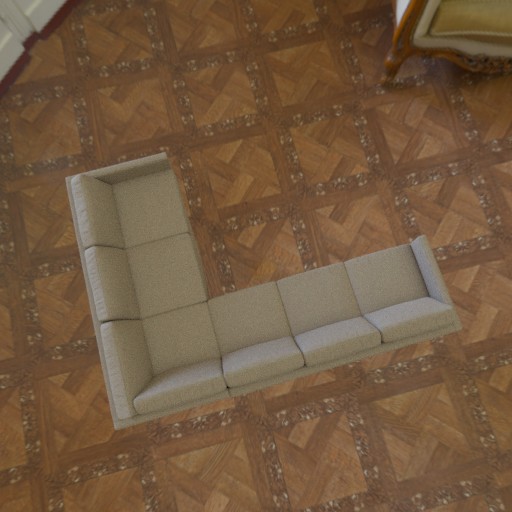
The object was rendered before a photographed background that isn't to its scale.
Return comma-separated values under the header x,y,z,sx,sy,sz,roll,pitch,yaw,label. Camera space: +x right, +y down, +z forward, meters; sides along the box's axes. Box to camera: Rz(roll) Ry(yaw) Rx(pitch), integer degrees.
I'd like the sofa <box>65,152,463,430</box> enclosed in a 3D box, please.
x,y,z,sx,sy,sz,roll,pitch,yaw,label
0.000,0.000,4.370,3.182,0.871,2.432,-15,77,-4,sofa
